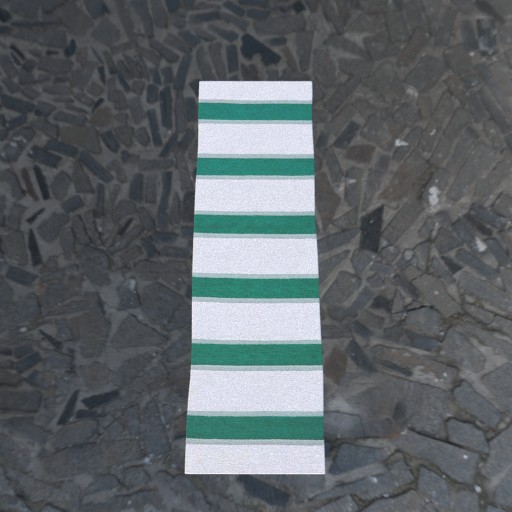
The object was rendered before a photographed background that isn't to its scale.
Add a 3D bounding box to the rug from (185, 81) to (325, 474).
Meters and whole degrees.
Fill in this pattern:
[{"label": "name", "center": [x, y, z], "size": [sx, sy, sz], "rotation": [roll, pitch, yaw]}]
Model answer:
[{"label": "rug", "center": [0.000, 0.000, 2.704], "size": [0.768, 0.012, 2.438], "rotation": [0, 76, 0]}]
